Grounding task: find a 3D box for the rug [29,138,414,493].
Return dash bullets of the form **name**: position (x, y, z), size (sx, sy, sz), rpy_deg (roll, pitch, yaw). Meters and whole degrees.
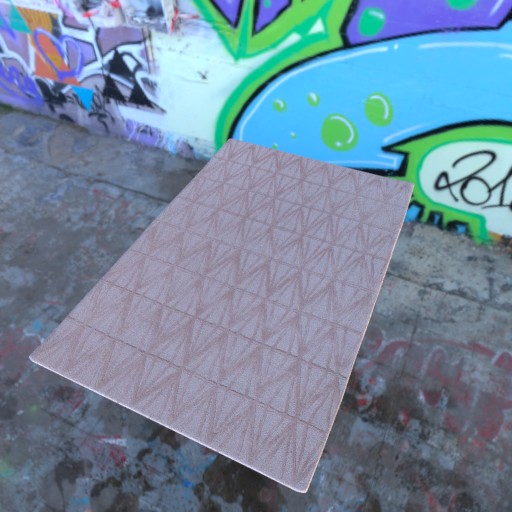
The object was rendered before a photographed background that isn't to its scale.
- **rug**: position (0.000, 0.000, 2.216), size (1.230, 0.025, 1.837), rpy_deg (19, 49, 17)
